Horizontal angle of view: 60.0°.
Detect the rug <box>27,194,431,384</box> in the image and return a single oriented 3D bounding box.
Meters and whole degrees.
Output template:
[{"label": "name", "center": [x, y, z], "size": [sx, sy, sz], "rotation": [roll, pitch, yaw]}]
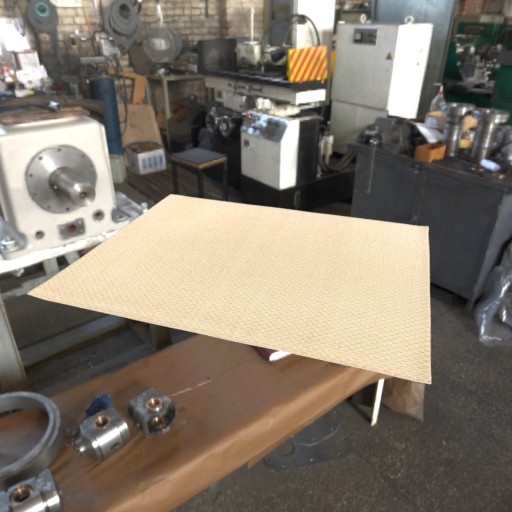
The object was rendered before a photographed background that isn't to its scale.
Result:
[{"label": "rug", "center": [0.000, 0.000, 3.898], "size": [2.897, 0.035, 2.277], "rotation": [9, 30, 16]}]
